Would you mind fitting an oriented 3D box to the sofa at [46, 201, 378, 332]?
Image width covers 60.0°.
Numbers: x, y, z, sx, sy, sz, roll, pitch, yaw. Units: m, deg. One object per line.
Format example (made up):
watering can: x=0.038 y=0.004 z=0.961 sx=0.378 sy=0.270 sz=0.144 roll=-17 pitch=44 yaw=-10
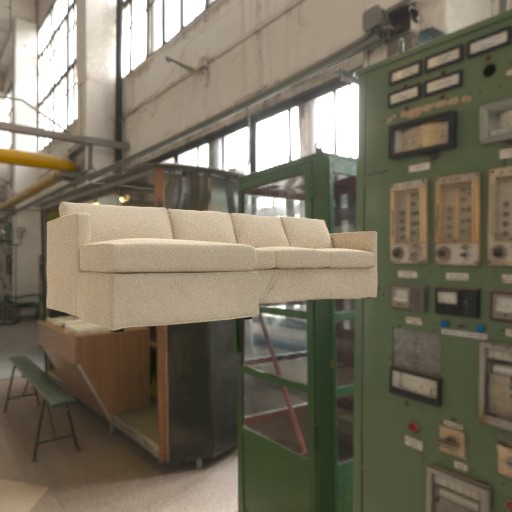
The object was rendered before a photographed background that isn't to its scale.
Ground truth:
sofa: x=0.000 y=0.000 z=3.981 sx=3.205 sy=0.922 sz=1.650 roll=0 pitch=-1 yaw=-37
